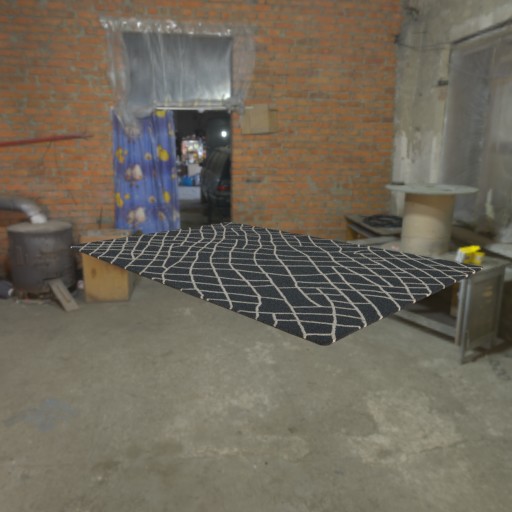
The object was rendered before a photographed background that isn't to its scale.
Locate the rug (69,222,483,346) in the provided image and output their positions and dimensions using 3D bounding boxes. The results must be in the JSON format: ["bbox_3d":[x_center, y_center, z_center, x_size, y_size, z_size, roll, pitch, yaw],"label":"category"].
[{"bbox_3d":[0.000,0.000,2.309,1.223,0.013,1.830,-13,19,-43],"label":"rug"}]
